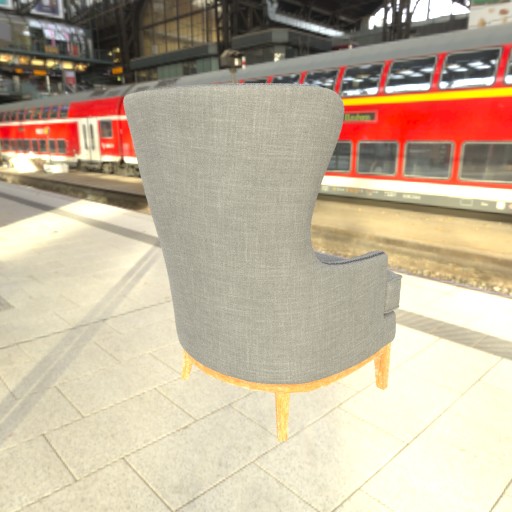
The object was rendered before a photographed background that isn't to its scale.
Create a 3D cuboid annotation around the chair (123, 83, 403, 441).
[{"bbox_3d":[0.000,0.000,1.734,0.864,1.176,0.883,15,21,43],"label":"chair"}]
